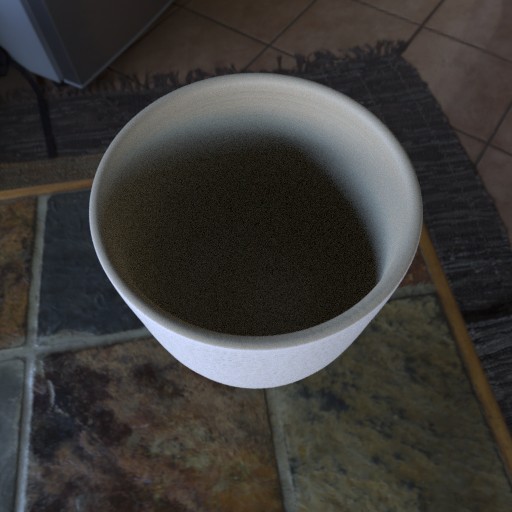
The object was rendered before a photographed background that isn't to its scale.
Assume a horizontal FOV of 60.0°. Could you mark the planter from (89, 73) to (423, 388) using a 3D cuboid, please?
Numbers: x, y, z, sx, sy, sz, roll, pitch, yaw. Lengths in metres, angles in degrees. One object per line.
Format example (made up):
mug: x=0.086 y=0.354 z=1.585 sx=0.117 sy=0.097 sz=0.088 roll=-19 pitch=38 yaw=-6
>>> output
planter: x=0.000 y=0.000 z=0.363 sx=0.208 sy=0.190 sz=0.208 roll=0 pitch=63 yaw=0
